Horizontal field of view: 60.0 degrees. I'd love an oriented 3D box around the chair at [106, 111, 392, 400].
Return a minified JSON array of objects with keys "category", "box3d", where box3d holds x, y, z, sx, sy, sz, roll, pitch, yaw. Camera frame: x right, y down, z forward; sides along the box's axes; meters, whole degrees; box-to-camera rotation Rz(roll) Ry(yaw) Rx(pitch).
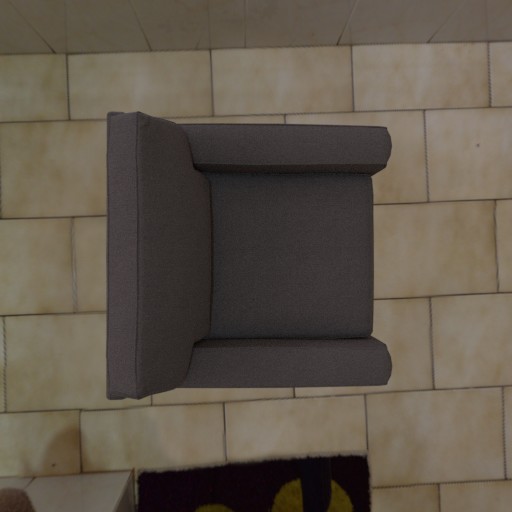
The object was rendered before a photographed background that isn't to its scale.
[{"category":"chair","box3d":[0.000,0.000,1.809,1.043,0.913,0.997,0,90,-2]}]
